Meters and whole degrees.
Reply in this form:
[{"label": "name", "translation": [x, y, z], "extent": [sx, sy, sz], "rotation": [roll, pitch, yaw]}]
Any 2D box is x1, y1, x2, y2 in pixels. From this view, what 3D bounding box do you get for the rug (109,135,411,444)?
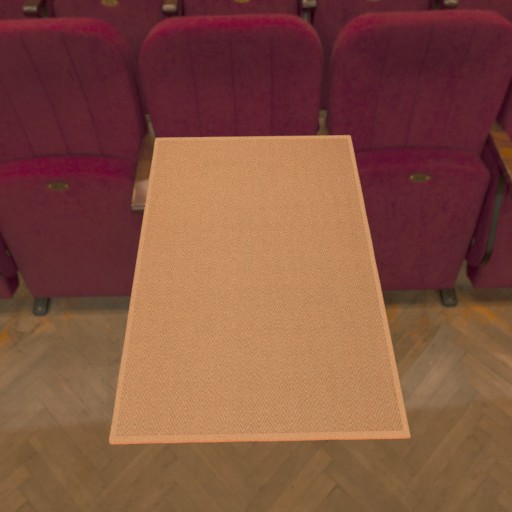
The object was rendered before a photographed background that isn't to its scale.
[{"label": "rug", "translation": [0.000, 0.000, 2.858], "extent": [1.532, 0.017, 2.244], "rotation": [-1, 57, -1]}]
